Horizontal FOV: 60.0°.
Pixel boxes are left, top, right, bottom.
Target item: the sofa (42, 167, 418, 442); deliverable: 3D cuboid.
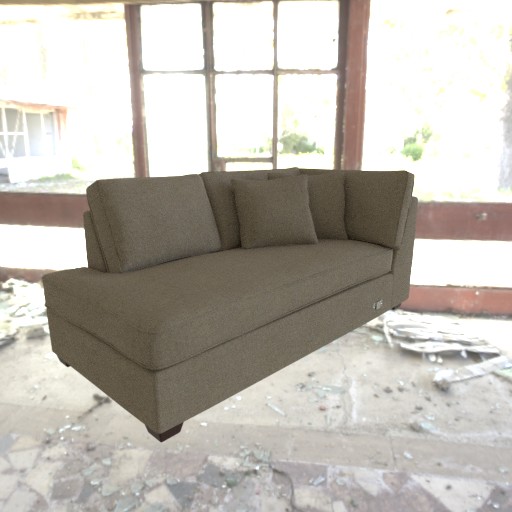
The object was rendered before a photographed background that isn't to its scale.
[{"bbox_3d":[0.000,0.000,2.768,1.110,1.019,2.238,14,20,43],"label":"sofa"}]
